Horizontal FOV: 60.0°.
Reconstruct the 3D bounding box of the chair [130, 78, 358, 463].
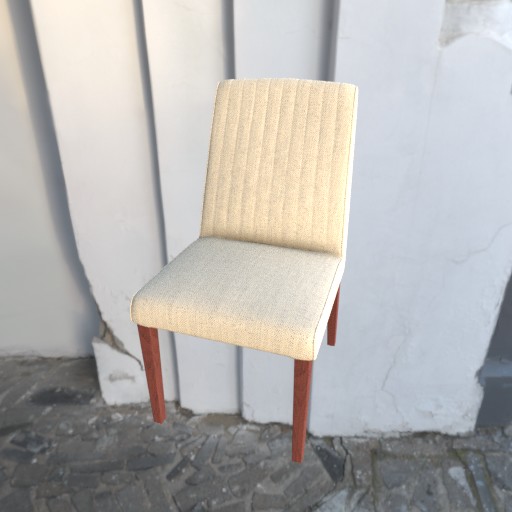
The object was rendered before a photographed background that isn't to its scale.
[{"bbox_3d":[0.000,0.000,1.265,0.480,0.900,0.594,9,28,17],"label":"chair"}]
